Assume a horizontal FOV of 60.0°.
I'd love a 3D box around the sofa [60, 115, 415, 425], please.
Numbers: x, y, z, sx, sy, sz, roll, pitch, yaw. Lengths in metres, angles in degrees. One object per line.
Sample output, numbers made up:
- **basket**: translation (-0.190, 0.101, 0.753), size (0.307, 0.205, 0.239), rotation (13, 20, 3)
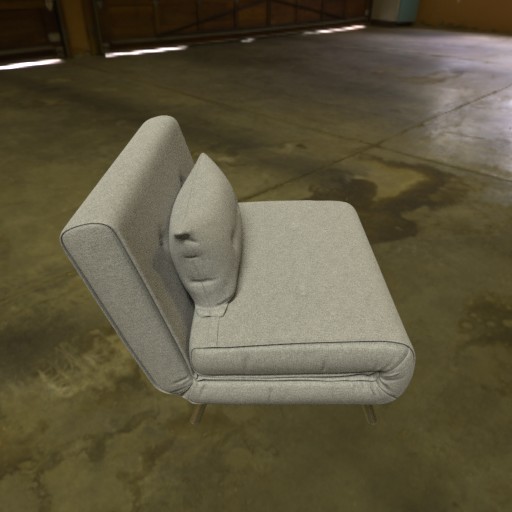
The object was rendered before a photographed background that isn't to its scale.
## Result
- **sofa**: translation (0.000, 0.000, 1.727), size (1.000, 0.825, 1.020), rotation (0, 32, 0)
